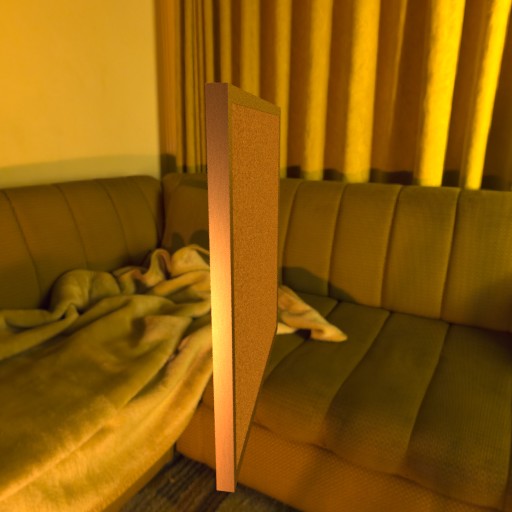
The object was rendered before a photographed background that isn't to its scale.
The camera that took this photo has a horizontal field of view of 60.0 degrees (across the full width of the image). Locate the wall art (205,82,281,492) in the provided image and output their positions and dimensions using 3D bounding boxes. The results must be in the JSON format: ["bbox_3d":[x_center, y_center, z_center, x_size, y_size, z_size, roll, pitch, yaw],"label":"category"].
[{"bbox_3d":[0.000,0.000,1.148,0.036,0.765,0.767,2,16,9],"label":"wall art"}]
